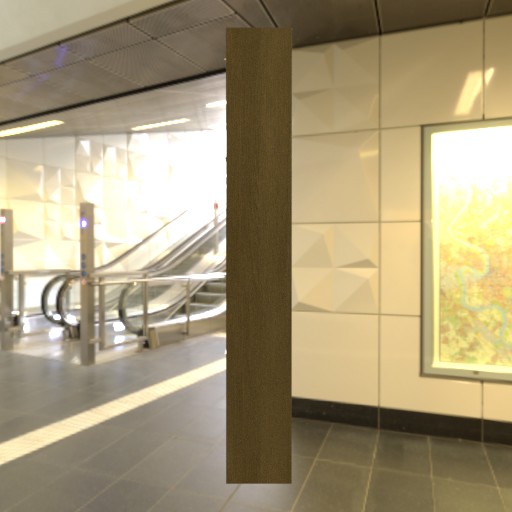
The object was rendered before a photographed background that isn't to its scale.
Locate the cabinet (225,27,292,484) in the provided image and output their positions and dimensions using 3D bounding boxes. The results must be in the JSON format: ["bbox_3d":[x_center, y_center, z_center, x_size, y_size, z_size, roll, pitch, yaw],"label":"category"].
[{"bbox_3d":[0.000,0.000,1.843,0.255,1.630,0.520,0,0,0],"label":"cabinet"}]
